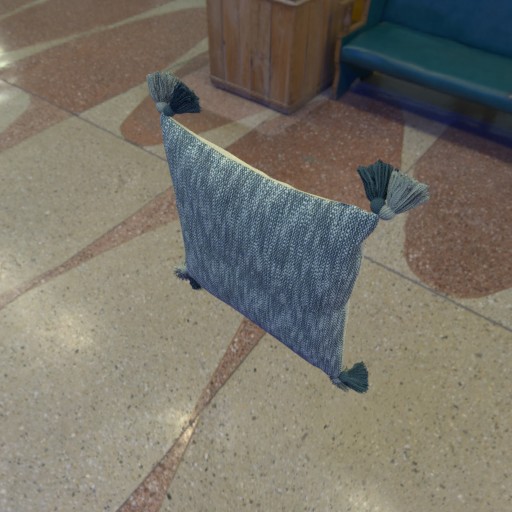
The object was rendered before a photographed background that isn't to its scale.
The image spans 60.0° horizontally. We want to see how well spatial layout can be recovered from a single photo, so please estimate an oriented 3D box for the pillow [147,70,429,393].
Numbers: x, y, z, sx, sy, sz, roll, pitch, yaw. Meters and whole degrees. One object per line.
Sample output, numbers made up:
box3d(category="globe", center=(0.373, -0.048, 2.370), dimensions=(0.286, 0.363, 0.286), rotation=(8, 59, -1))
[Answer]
box3d(category="pillow", center=(0.000, 0.000, 0.927), dimensions=(0.614, 0.634, 0.138), rotation=(31, 55, 26))
